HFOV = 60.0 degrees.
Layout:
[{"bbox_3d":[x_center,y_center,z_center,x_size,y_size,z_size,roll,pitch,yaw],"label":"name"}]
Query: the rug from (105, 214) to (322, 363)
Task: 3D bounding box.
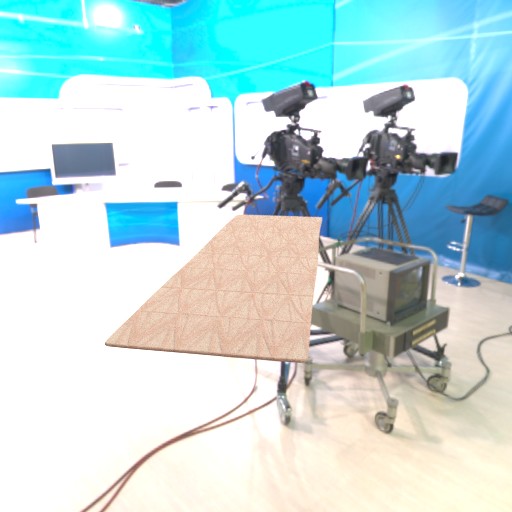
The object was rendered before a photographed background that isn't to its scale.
[{"bbox_3d":[0.000,0.000,2.727,0.760,0.015,2.435,3,17,9],"label":"rug"}]
